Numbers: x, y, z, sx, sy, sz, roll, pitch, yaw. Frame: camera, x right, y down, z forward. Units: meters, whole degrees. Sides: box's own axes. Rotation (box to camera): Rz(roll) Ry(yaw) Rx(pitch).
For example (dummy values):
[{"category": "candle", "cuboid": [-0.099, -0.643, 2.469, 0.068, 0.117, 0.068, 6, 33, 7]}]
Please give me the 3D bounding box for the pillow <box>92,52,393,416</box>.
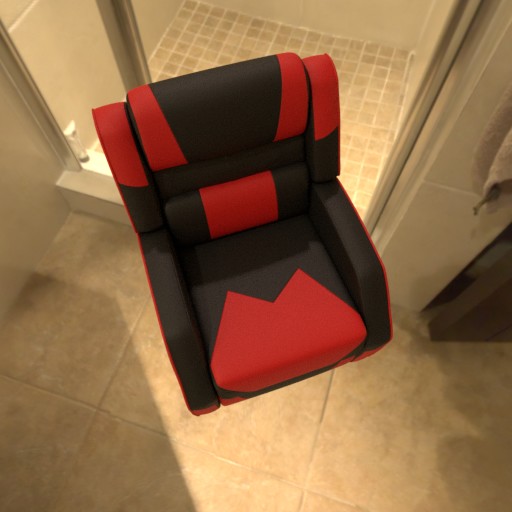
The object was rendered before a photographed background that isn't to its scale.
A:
[{"category": "pillow", "cuboid": [0.000, 0.000, 1.274, 0.620, 0.805, 0.672, -17, 64, -8]}]
